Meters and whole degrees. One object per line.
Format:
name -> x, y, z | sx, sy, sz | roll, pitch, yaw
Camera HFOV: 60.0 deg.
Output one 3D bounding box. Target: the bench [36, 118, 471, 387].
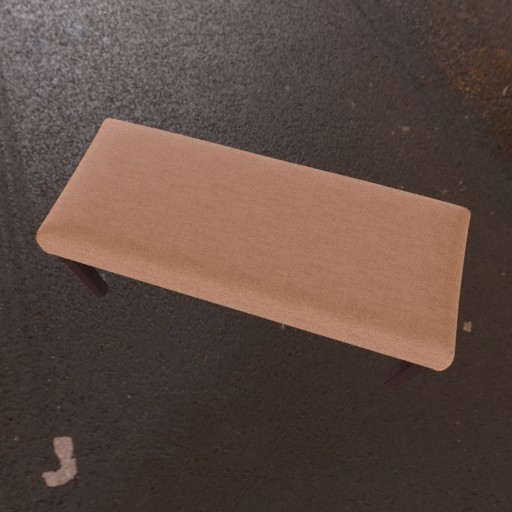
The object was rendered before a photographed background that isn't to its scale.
bench -> 0.000, 0.000, 1.253 | 1.013, 0.456, 0.407 | 16, 65, 8
